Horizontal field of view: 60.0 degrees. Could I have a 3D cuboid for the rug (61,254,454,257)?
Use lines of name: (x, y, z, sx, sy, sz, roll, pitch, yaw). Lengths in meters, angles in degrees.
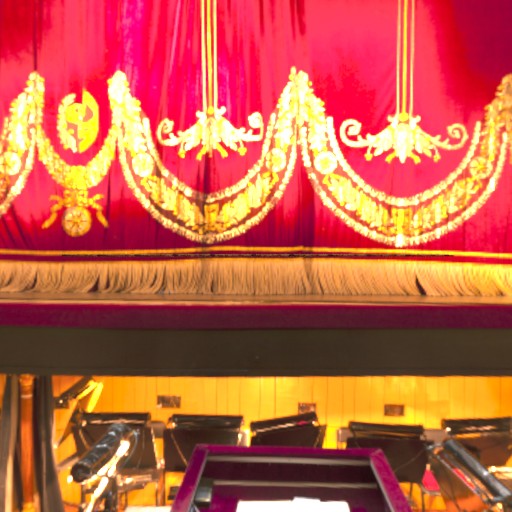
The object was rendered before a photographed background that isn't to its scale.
rug: (0.000, 0.000, 2.276, 1.278, 0.009, 1.726, 0, 0, 0)
